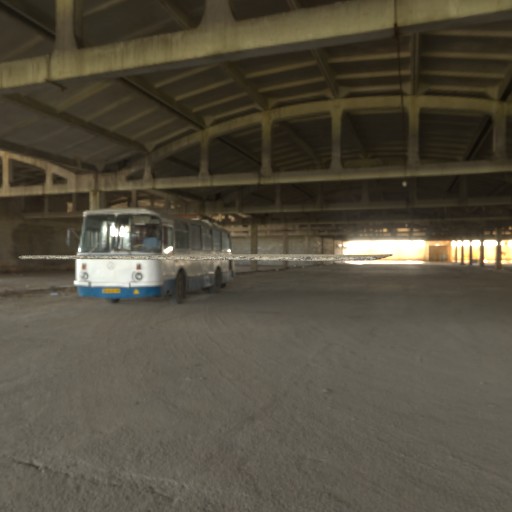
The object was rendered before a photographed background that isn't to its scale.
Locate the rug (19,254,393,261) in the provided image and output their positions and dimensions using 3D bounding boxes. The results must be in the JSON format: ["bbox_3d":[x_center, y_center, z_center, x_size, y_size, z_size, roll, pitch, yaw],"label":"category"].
[{"bbox_3d":[0.000,0.000,4.222,2.414,0.036,3.199,0,0,19],"label":"rug"}]
